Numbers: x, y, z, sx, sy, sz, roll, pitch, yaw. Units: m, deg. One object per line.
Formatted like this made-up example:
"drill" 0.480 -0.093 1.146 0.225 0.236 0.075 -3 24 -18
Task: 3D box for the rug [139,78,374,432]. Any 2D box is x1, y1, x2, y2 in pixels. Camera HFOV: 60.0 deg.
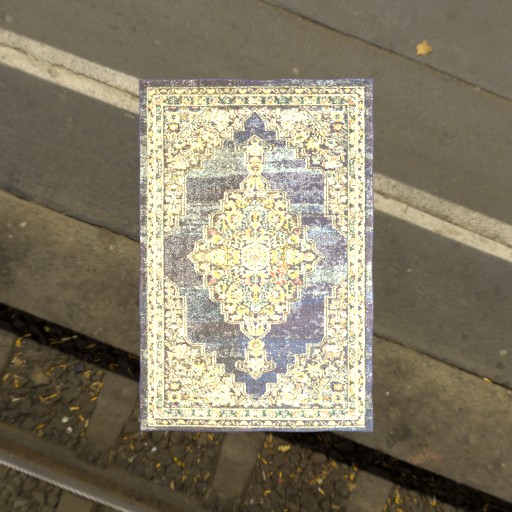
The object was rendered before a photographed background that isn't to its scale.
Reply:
"rug" 0.000 0.000 2.231 1.184 0.012 1.781 0 90 1
